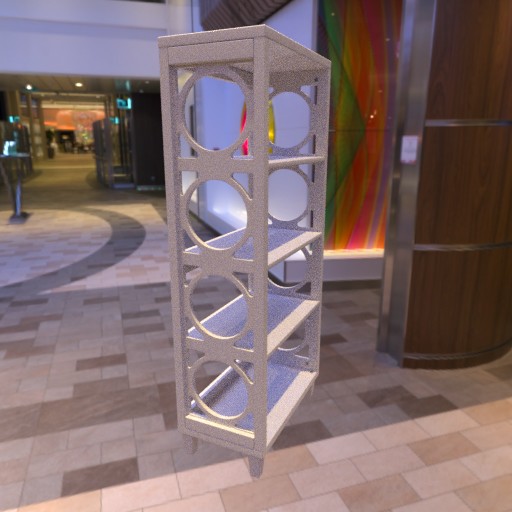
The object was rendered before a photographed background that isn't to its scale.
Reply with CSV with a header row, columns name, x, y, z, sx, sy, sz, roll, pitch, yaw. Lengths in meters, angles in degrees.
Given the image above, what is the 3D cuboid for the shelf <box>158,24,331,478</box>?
name,x,y,z,sx,sy,sz,roll,pitch,yaw
shelf,0.000,0.000,1.652,0.340,1.411,0.611,7,16,24
